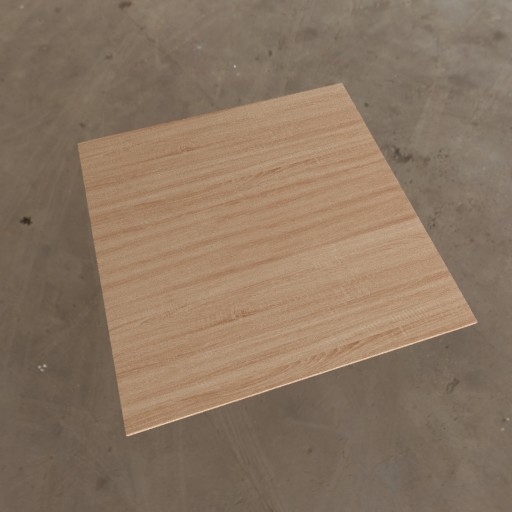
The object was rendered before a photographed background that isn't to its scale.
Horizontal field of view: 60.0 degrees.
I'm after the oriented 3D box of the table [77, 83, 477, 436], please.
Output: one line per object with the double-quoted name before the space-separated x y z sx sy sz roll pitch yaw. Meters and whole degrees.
"table" 0.000 0.000 1.075 0.670 0.305 0.670 -16 64 -8
